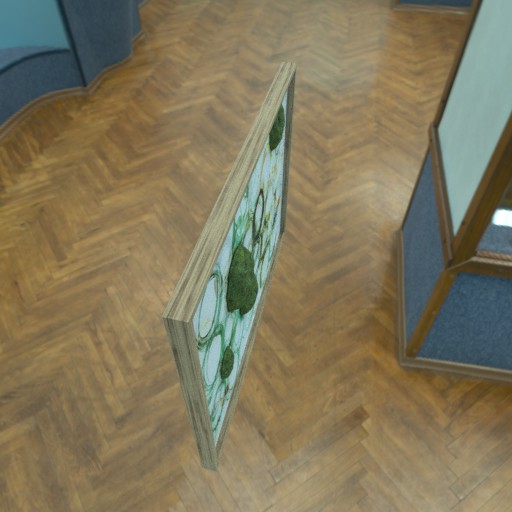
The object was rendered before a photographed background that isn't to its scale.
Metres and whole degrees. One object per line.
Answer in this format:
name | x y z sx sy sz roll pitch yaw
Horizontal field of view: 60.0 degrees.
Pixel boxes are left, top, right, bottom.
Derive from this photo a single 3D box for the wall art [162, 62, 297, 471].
wall art | 0.000 0.000 1.104 0.063 0.609 0.841 10 48 9
